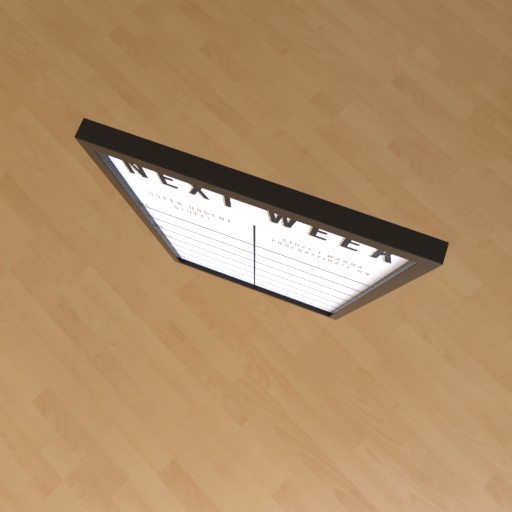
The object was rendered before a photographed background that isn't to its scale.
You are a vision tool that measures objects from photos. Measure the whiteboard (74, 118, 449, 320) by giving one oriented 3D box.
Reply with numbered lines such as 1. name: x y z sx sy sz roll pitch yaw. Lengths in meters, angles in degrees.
1. whiteboard: 0.000 0.000 0.757 0.406 0.611 0.026 20 77 5
